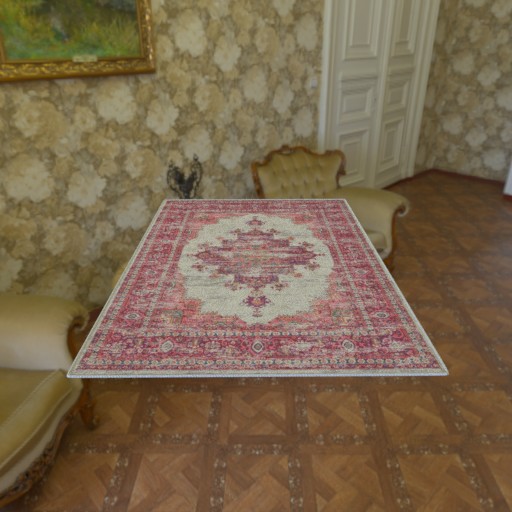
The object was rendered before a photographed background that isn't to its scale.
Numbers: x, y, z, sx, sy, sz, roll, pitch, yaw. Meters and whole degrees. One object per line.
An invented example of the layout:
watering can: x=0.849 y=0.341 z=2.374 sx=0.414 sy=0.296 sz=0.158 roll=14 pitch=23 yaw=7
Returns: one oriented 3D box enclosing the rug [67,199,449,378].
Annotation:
rug: x=0.000 y=0.000 z=3.602 sx=2.005 sy=0.014 sz=2.878 roll=0 pitch=26 yaw=0
